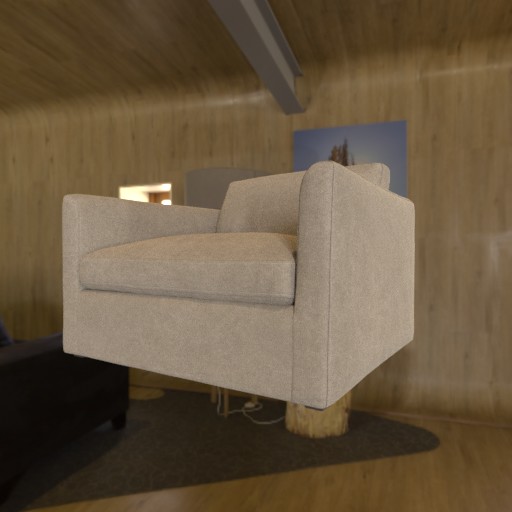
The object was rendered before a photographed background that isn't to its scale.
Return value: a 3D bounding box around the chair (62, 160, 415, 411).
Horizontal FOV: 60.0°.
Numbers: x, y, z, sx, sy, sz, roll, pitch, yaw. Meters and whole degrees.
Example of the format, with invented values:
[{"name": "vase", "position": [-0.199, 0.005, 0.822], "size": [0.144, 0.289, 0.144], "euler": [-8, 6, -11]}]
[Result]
[{"name": "chair", "position": [0.000, 0.000, 1.877], "size": [1.190, 0.845, 1.091], "euler": [0, 0, 35]}]
